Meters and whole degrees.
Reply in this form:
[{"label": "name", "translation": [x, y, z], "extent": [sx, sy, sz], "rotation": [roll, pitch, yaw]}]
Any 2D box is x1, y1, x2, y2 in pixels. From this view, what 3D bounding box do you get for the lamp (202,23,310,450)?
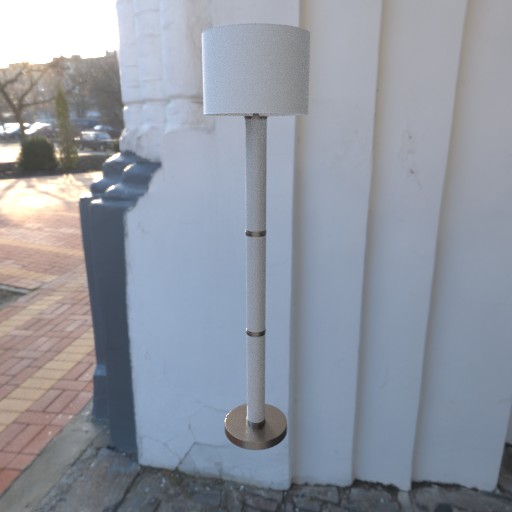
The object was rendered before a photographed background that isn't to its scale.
[{"label": "lamp", "translation": [0.000, 0.000, 1.753], "extent": [0.377, 1.599, 0.377], "rotation": [8, 18, 26]}]
